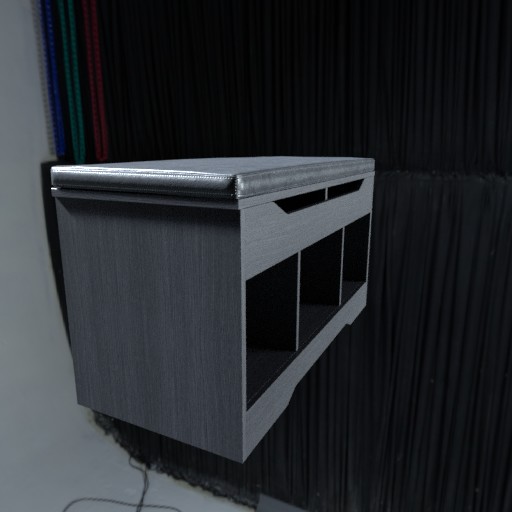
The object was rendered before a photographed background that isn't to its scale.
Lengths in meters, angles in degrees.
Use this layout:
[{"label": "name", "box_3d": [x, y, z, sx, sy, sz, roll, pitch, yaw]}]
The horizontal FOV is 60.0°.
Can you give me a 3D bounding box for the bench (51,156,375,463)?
[{"label": "bench", "box_3d": [0.000, 0.000, 1.179, 0.401, 0.501, 0.905, 7, 15, 26]}]
